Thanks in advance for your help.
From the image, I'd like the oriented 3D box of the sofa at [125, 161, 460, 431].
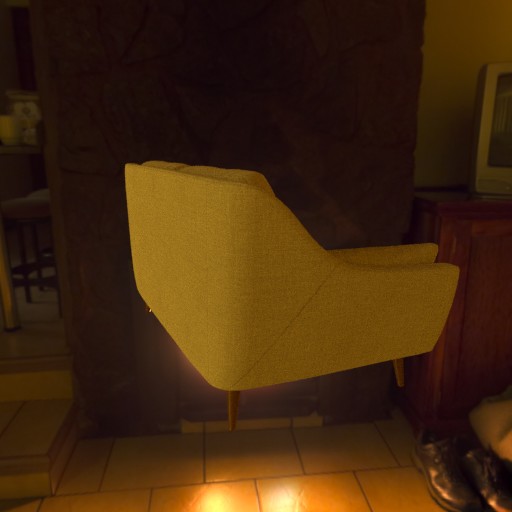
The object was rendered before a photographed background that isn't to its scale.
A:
[{"bbox_3d":[0.000,0.000,2.169,0.965,0.888,1.652,-7,15,-26],"label":"sofa"}]
